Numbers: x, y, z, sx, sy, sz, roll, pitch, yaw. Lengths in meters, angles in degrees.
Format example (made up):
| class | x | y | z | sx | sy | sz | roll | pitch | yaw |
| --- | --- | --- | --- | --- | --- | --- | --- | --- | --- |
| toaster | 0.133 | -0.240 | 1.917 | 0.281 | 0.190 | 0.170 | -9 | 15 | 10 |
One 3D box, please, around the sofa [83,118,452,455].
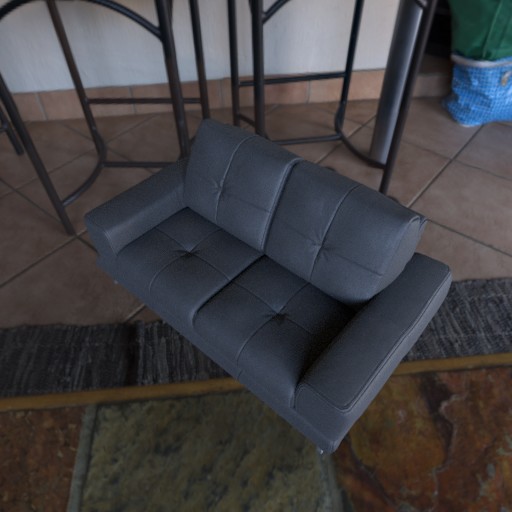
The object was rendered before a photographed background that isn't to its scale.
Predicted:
| class | x | y | z | sx | sy | sz | roll | pitch | yaw |
| --- | --- | --- | --- | --- | --- | --- | --- | --- | --- |
| sofa | 0.000 | 0.000 | 2.409 | 1.806 | 0.907 | 1.018 | 32 | 54 | 27 |
